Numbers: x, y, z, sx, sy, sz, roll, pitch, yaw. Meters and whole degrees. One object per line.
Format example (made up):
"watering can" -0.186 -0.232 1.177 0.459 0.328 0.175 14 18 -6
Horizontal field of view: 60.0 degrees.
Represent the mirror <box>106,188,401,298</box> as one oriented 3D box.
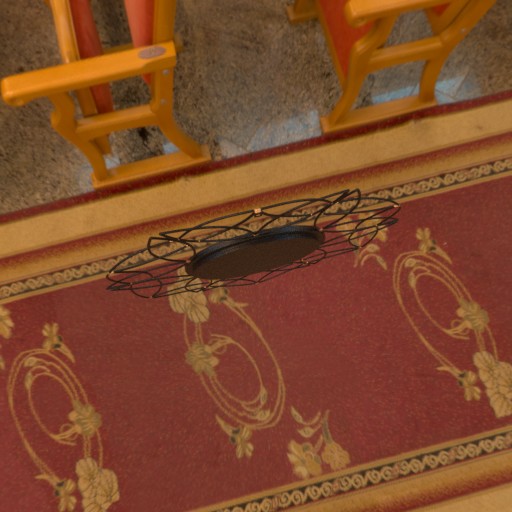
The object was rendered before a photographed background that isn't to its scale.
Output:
"mirror" 0.000 0.000 1.179 0.797 0.775 0.028 -13 77 -3
